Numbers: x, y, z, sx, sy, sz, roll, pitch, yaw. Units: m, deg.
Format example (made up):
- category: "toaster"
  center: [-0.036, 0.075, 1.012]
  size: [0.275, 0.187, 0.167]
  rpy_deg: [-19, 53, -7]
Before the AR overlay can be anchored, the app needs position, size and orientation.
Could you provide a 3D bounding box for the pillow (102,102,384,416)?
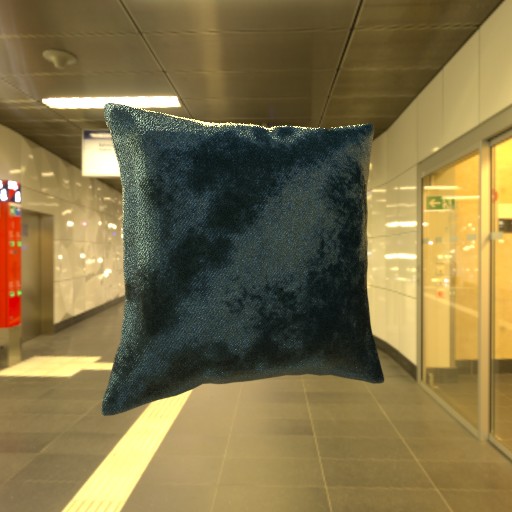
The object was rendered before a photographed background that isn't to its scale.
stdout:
- category: "pillow"
  center: [0.000, 0.000, 0.662]
  size: [0.436, 0.430, 0.138]
  rpy_deg: [0, 0, -17]
